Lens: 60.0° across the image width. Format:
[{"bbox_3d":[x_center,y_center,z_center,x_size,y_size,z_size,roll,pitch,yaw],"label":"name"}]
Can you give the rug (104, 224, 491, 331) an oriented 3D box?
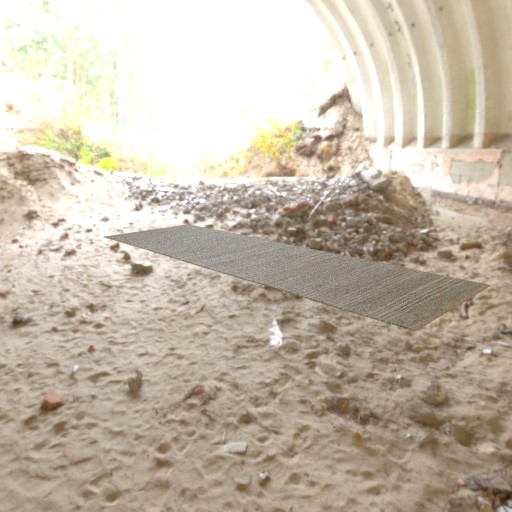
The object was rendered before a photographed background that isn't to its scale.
[{"bbox_3d":[0.000,0.000,2.713,0.783,0.006,2.438,-13,19,-43],"label":"rug"}]
